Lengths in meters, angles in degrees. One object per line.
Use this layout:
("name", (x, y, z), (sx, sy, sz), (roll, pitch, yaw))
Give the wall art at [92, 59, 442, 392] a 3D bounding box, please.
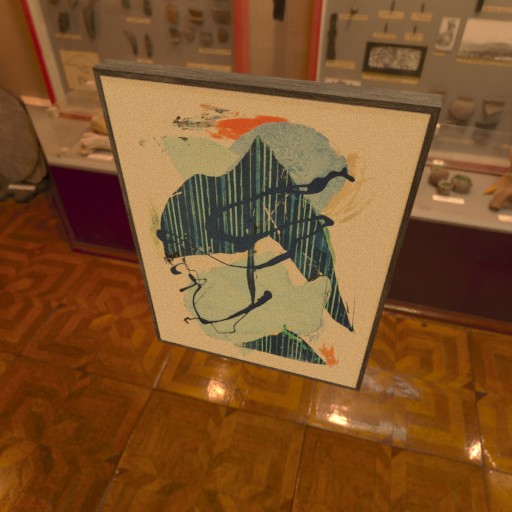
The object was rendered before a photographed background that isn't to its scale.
("wall art", (0.000, 0.000, 1.292), (0.762, 1.016, 0.063), (11, 43, 12))
